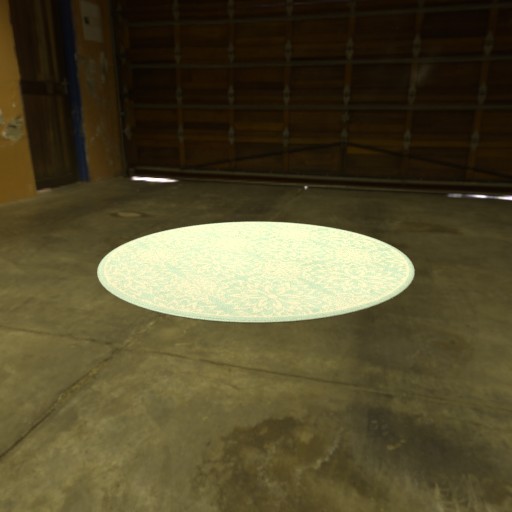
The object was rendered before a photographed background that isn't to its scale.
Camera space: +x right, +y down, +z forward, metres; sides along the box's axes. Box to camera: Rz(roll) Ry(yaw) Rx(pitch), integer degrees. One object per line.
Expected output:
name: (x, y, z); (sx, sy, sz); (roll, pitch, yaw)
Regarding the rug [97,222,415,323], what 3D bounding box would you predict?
rug: (0.000, 0.000, 2.350); (1.593, 0.012, 1.593); (0, 17, 0)
